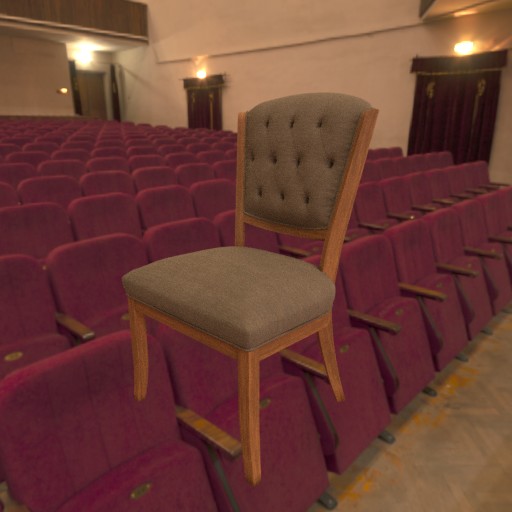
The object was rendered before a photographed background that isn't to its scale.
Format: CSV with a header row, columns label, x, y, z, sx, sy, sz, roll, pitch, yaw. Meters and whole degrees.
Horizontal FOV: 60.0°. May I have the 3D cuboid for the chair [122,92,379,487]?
label,x,y,z,sx,sy,sz,roll,pitch,yaw
chair,0.000,0.000,1.273,0.513,0.905,0.584,15,22,41
